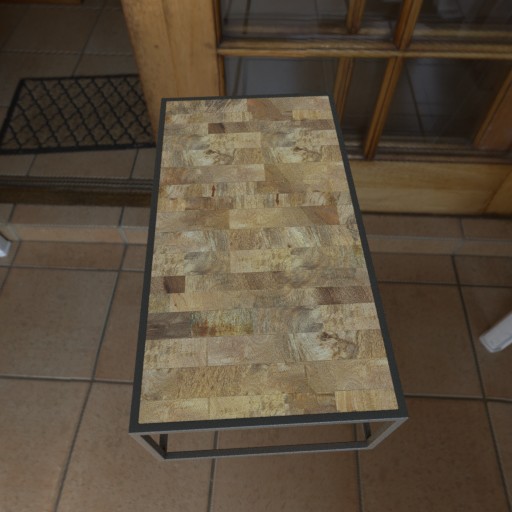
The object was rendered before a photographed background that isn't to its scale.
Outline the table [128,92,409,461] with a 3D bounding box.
[{"bbox_3d":[0.000,0.000,1.515,0.649,0.398,1.199,-3,57,-2],"label":"table"}]
